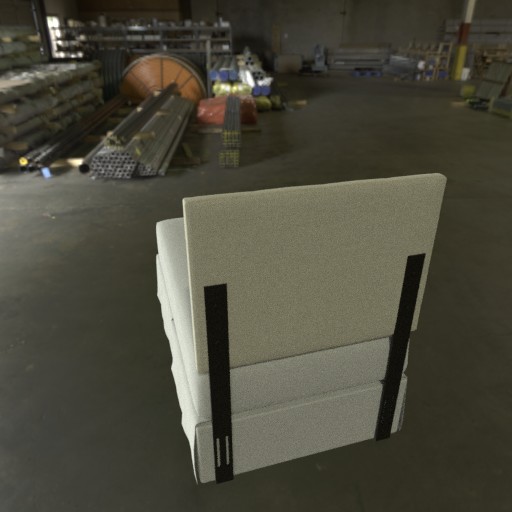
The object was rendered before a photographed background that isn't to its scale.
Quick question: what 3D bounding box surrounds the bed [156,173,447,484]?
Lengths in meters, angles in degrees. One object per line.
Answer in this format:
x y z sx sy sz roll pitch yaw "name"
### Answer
0.000 0.000 2.941 1.261 1.571 1.997 -8 28 -15 "bed"
